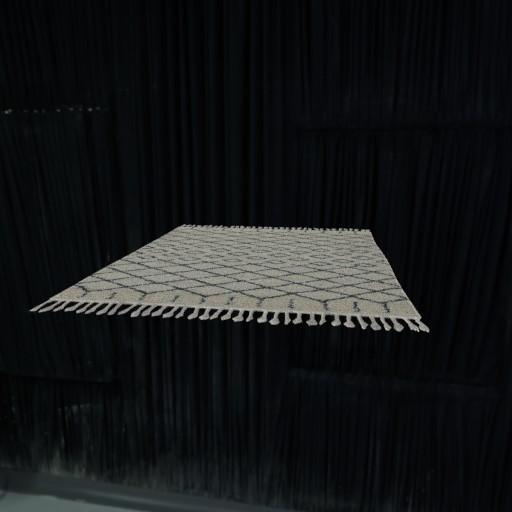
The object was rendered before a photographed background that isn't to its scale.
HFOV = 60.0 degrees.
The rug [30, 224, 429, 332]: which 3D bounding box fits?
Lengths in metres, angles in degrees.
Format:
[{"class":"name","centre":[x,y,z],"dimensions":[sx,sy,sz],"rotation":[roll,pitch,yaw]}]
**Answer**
[{"class":"rug","centre":[0.000,0.000,4.130],"dimensions":[2.388,0.030,3.213],"rotation":[2,14,8]}]
